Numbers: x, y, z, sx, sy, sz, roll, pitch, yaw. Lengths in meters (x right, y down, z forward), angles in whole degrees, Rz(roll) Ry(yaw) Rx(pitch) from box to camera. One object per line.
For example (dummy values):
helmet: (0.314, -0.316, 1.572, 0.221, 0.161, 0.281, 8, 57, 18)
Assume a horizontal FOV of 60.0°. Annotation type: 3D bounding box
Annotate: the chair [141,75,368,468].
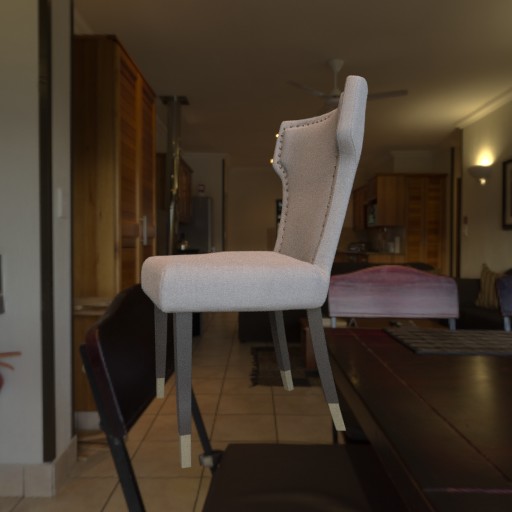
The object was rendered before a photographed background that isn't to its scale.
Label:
chair: (0.000, 0.000, 1.319, 0.630, 0.950, 0.526, 0, 1, -19)
